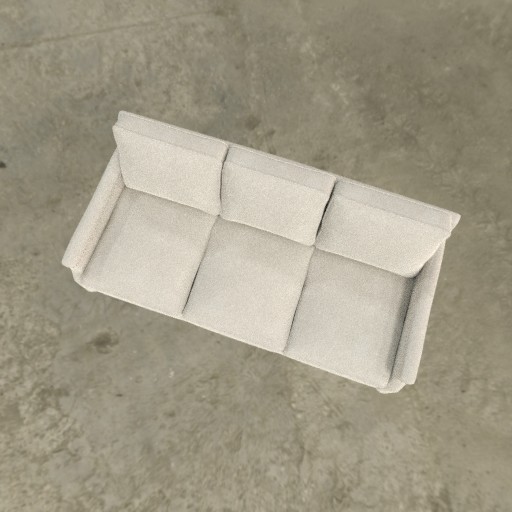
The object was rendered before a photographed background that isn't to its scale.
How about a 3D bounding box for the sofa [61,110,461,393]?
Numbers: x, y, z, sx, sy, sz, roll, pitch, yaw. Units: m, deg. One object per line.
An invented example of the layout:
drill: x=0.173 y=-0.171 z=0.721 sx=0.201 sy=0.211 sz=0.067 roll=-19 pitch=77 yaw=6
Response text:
sofa: x=0.000 y=0.000 z=2.872 sx=2.246 sy=1.003 sz=1.084 roll=18 pitch=75 yaw=5
